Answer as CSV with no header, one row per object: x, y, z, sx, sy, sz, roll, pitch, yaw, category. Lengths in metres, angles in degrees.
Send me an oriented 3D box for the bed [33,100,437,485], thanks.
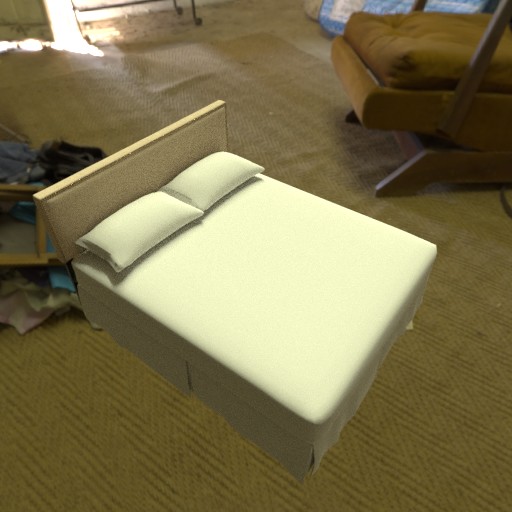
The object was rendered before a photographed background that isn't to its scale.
0.000,0.000,2.800,1.876,1.016,1.616,27,49,26,bed
